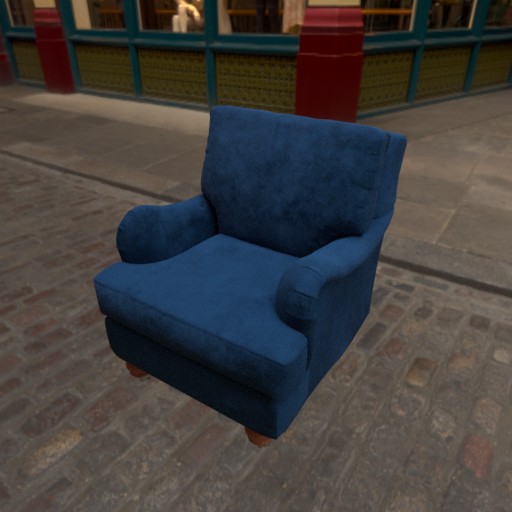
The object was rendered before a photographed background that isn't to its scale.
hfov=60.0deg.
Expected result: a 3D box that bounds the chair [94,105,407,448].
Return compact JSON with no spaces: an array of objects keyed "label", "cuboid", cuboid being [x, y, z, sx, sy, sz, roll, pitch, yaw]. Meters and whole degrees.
[{"label":"chair","cuboid":[0.000,0.000,1.877,0.895,1.076,1.078,18,35,28]}]
